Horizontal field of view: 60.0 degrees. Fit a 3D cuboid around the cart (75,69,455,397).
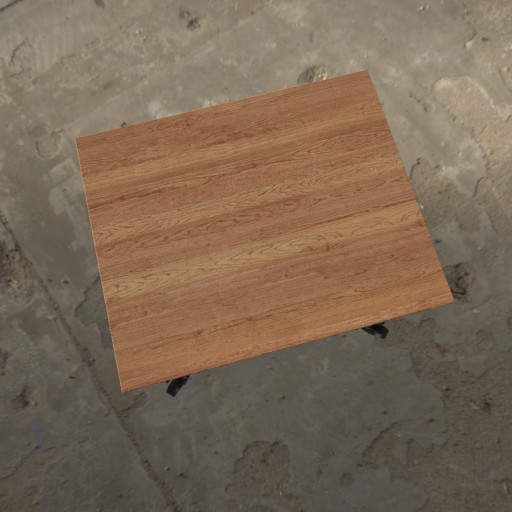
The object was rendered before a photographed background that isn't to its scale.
[{"bbox_3d":[0.000,0.000,1.101,0.666,0.603,0.558,-14,77,-4],"label":"cart"}]
